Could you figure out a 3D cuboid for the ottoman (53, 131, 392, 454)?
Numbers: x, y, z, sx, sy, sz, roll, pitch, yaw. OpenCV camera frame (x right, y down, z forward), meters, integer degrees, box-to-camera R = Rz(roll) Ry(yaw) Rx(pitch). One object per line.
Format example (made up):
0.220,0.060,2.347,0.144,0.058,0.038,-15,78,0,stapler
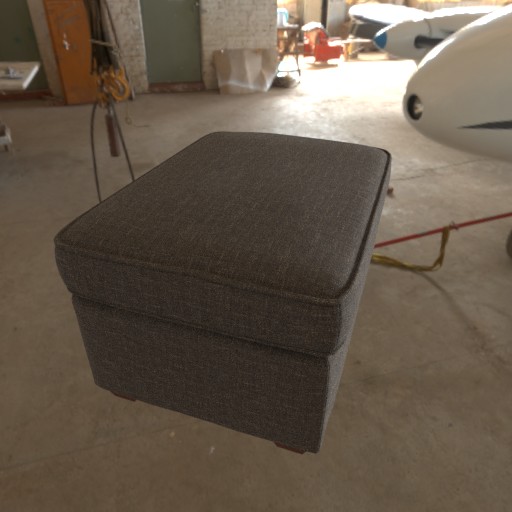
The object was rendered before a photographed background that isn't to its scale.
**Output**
0.000,0.000,1.085,0.549,0.450,0.749,11,33,16,ottoman
